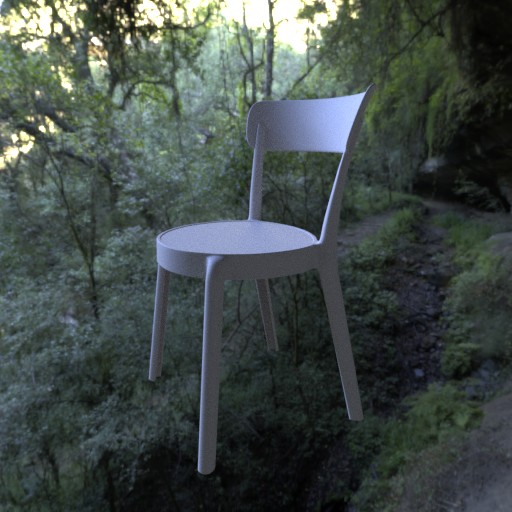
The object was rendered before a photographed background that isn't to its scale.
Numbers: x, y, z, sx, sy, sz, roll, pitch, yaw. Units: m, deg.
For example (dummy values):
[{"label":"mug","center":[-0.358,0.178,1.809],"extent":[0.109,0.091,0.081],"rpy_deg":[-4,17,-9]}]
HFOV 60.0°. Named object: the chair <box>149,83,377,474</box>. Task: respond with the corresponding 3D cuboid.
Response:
[{"label":"chair","center":[0.000,0.000,1.125],"extent":[0.491,0.790,0.506],"rpy_deg":[-7,16,-26]}]
